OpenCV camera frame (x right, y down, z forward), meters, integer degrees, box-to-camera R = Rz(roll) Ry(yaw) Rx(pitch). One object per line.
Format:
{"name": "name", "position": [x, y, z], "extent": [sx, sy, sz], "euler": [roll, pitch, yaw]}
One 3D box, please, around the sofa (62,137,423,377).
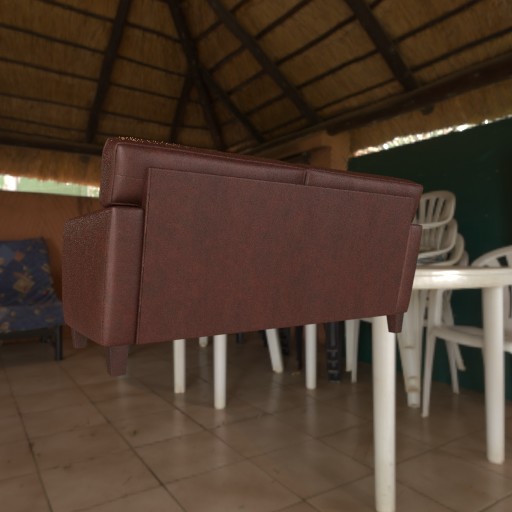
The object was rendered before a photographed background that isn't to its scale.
{"name": "sofa", "position": [0.000, 0.000, 2.436], "extent": [1.876, 0.928, 0.912], "euler": [0, 0, -34]}
